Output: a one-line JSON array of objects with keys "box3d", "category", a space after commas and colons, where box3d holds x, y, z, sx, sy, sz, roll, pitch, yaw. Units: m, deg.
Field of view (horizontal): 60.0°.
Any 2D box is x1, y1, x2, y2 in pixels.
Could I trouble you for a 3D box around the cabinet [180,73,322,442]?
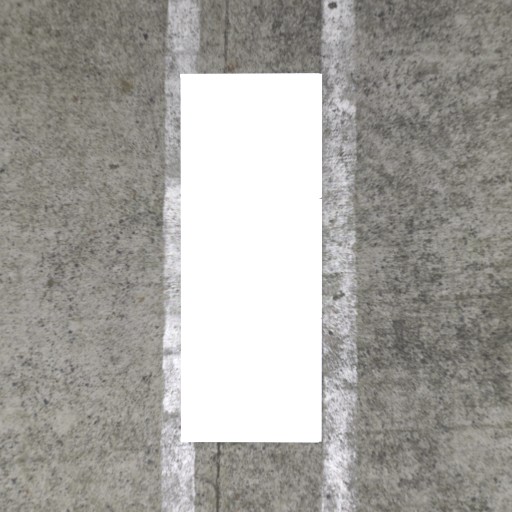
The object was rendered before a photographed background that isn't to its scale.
[{"box3d": [0.000, 0.000, 2.508, 0.510, 1.910, 1.290, 0, 91, 1], "category": "cabinet"}]
